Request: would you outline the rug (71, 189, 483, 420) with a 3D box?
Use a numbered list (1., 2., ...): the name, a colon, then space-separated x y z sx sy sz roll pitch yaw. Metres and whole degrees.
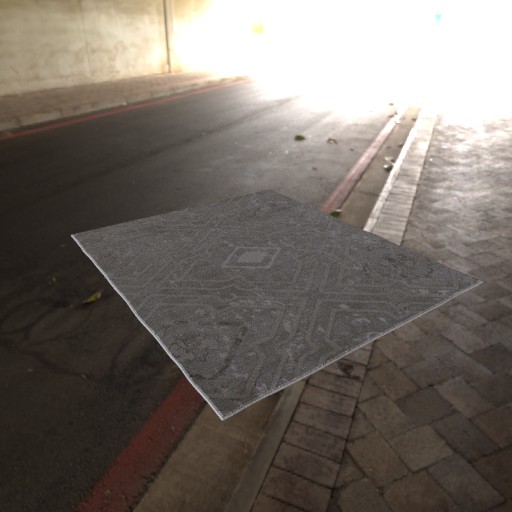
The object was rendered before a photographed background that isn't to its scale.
1. rug: 0.000 0.000 0.884 0.548 0.006 0.639 -18 32 -31
